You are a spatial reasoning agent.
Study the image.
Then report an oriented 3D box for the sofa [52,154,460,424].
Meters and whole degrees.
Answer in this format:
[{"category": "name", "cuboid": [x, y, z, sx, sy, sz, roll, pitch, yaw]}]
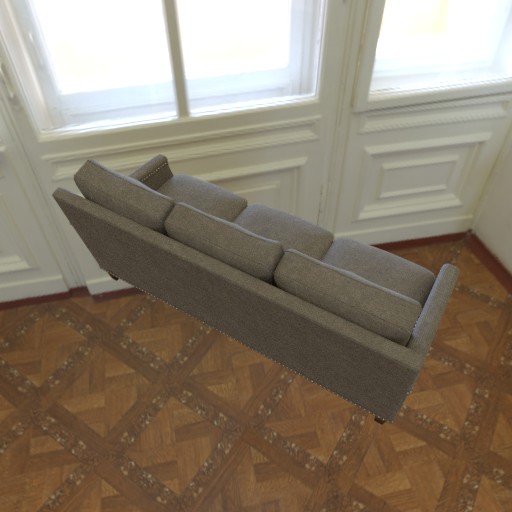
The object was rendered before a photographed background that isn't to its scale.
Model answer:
[{"category": "sofa", "cuboid": [0.000, 0.000, 2.768, 2.226, 1.042, 1.034, 24, 50, 22]}]
